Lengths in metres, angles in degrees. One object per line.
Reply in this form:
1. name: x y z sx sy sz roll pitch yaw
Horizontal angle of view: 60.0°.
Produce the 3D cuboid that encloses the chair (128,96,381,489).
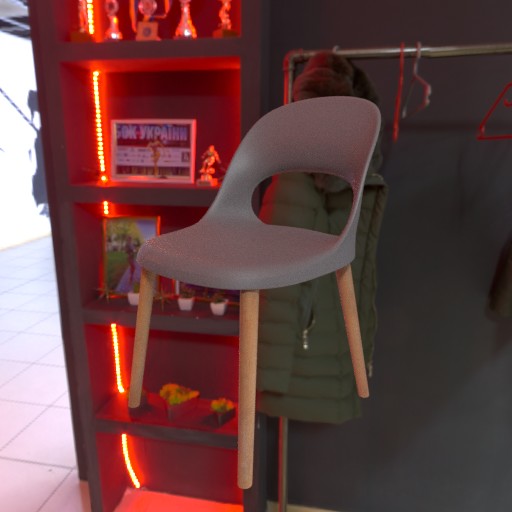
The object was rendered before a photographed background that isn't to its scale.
1. chair: 0.000 0.000 1.115 0.470 0.795 0.556 13 19 42
